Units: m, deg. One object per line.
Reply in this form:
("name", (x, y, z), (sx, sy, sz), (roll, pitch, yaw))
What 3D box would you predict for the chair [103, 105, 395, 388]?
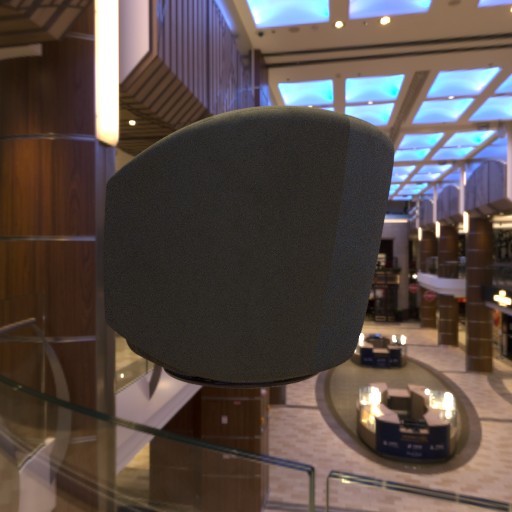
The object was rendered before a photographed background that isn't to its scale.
("chair", (0.000, 0.000, 1.357), (0.773, 0.698, 0.767), (0, 0, -35))
